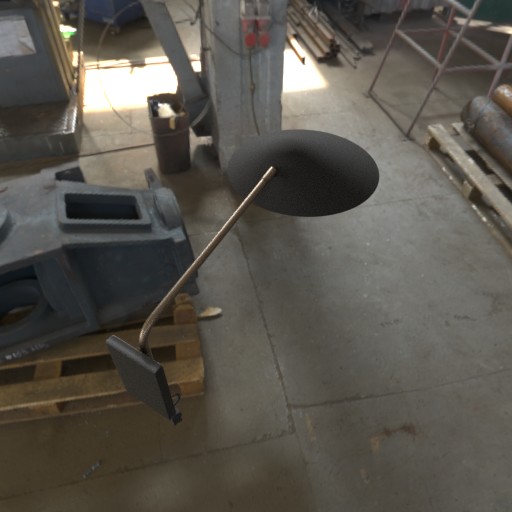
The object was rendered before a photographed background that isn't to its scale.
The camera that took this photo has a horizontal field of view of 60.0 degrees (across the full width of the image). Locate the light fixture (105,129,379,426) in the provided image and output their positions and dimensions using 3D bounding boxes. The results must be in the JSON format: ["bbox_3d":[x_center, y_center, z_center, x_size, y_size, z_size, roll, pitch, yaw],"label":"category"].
[{"bbox_3d":[0.000,0.000,0.682,0.240,0.312,0.516,25,50,22],"label":"light fixture"}]
